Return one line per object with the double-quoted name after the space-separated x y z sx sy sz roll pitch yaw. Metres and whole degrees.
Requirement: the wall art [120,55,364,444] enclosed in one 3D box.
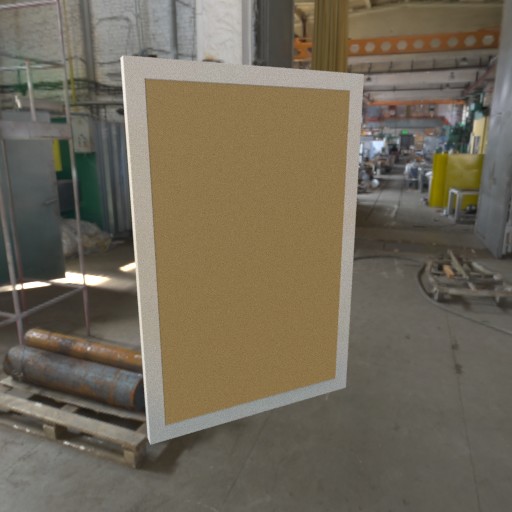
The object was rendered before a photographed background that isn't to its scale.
0.000 0.000 1.440 0.764 1.143 0.038 -7 16 -25 "wall art"
